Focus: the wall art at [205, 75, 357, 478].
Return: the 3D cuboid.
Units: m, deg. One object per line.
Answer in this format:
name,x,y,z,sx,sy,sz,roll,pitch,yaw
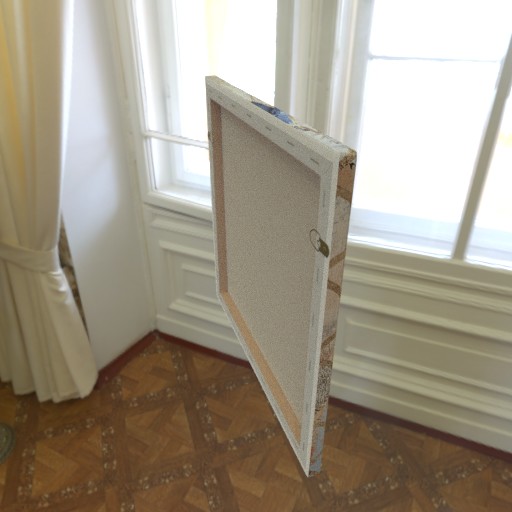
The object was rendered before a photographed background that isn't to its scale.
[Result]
wall art,0.000,0.000,1.359,0.039,0.914,0.912,-11,32,-17
